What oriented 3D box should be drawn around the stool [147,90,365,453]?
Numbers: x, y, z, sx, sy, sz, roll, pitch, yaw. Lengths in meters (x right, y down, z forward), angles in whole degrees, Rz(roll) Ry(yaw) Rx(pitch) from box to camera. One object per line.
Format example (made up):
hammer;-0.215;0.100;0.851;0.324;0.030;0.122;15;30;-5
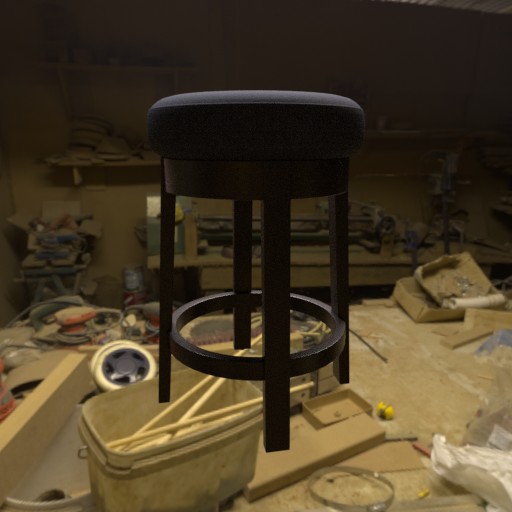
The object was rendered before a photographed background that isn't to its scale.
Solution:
stool;0.000;0.000;0.964;0.449;0.655;0.449;0;15;0
